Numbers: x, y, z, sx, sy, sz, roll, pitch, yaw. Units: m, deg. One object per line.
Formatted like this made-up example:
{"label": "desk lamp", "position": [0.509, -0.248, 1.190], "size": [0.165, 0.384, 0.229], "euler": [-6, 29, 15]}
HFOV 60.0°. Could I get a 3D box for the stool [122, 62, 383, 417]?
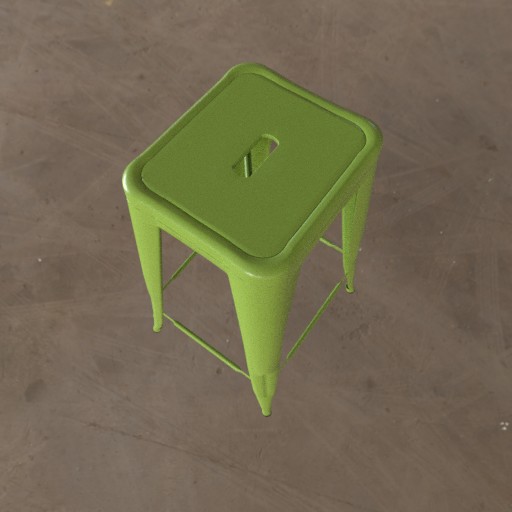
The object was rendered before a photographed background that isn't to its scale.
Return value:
{"label": "stool", "position": [0.000, 0.000, 0.858], "size": [0.358, 0.609, 0.398], "euler": [33, 68, 15]}
